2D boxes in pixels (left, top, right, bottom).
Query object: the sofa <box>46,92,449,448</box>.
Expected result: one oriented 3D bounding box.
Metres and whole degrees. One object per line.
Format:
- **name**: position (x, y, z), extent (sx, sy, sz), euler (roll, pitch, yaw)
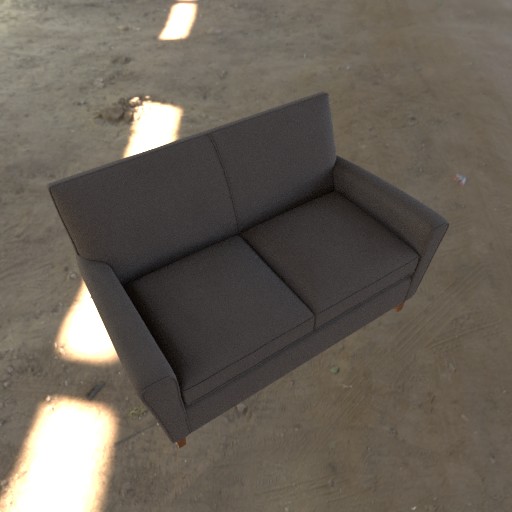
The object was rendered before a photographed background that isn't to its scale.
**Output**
- **sofa**: position (0.000, 0.000, 1.986), extent (1.420, 0.846, 0.871), euler (-26, 52, -22)
